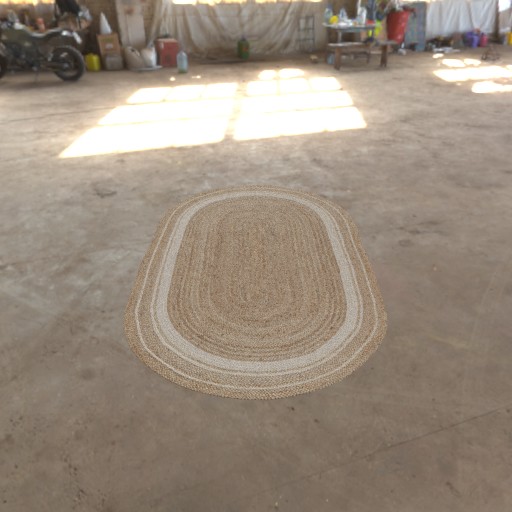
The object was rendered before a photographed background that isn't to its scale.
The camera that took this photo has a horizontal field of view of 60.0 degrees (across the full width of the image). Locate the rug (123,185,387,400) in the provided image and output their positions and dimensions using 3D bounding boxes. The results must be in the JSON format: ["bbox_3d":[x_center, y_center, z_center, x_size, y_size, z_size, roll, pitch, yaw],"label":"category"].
[{"bbox_3d":[0.000,0.000,3.016,1.520,0.006,2.432,0,32,0],"label":"rug"}]
